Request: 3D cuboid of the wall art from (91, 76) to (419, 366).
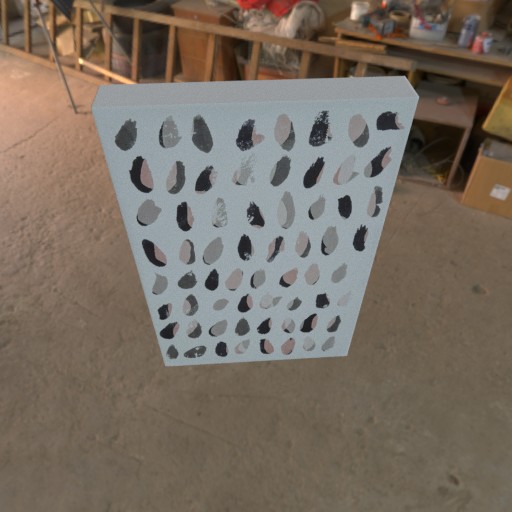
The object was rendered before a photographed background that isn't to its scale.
[{"bbox_3d":[0.000,0.000,0.491,0.252,0.381,0.039,-3,46,-3],"label":"wall art"}]
